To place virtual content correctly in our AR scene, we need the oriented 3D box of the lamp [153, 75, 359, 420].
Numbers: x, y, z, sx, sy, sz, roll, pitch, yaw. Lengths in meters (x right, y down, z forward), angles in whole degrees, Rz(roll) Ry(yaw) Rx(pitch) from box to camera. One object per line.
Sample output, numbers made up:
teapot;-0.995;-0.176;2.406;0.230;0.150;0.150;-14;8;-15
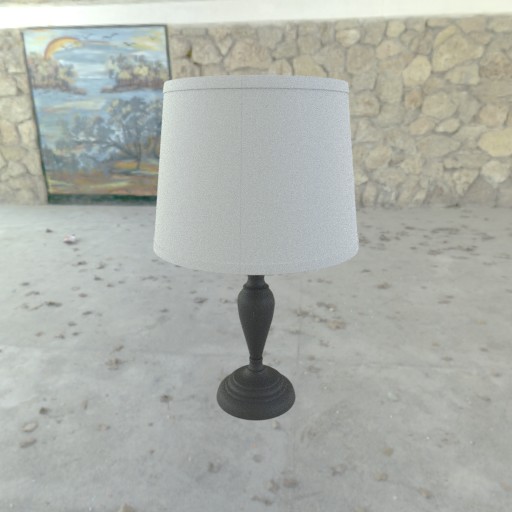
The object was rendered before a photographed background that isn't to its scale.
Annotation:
lamp;0.000;0.000;0.691;0.310;0.501;0.310;0;17;0
